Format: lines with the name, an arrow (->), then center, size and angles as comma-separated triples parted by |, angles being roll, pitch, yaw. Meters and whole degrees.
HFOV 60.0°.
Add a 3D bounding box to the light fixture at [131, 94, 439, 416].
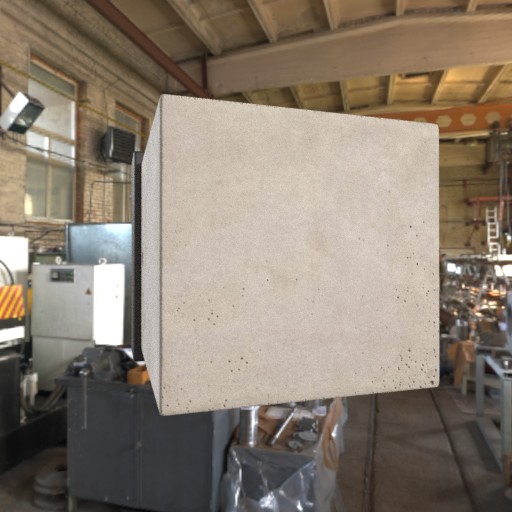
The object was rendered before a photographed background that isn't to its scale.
light fixture -> 0.000, 0.000, 0.232 | 0.121, 0.121, 0.143 | 0, 0, -18
